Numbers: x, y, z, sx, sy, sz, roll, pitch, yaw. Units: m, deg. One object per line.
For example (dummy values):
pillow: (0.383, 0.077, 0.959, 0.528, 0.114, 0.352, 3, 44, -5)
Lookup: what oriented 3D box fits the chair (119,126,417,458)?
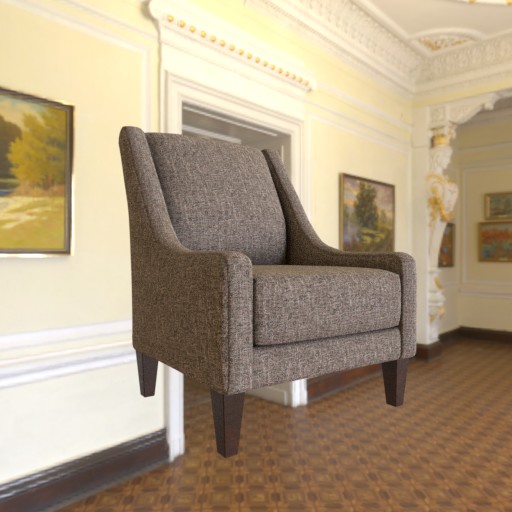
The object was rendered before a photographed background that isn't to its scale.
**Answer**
chair: (0.000, 0.000, 1.620, 0.774, 1.014, 0.870, 0, 0, -34)
